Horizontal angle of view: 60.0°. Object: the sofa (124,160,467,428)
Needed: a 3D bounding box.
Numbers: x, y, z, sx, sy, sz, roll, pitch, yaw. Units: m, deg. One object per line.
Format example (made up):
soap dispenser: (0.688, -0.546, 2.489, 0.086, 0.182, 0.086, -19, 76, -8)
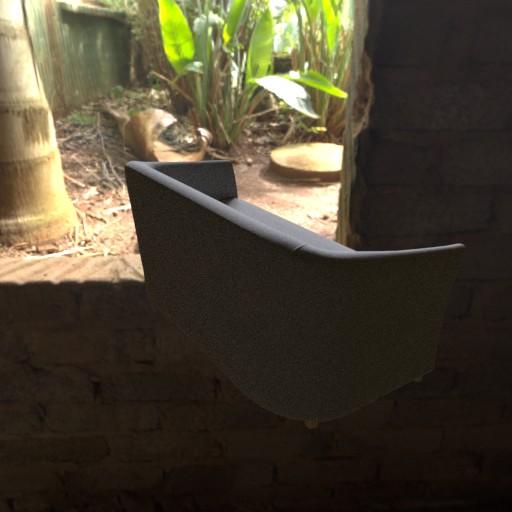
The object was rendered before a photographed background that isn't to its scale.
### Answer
sofa: (0.000, 0.000, 1.910, 0.705, 0.721, 1.452, -18, 32, -32)
